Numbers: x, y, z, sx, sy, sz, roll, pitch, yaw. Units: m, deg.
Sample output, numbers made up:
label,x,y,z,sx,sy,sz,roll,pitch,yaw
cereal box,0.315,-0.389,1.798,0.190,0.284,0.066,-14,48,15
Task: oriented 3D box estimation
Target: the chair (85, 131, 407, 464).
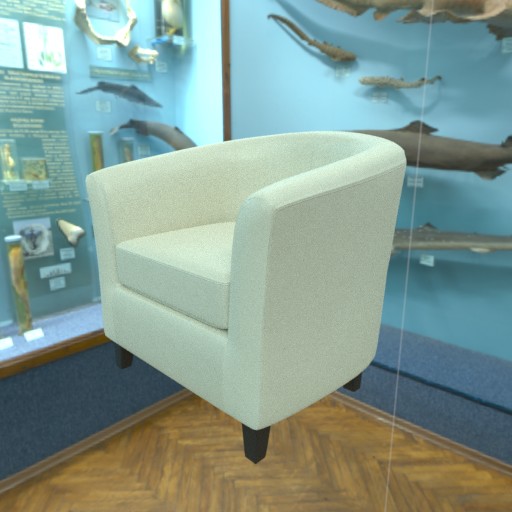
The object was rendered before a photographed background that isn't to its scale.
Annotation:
label,x,y,z,sx,sy,sz,roll,pitch,yaw
chair,0.000,0.000,1.385,0.792,0.756,0.727,15,21,43
